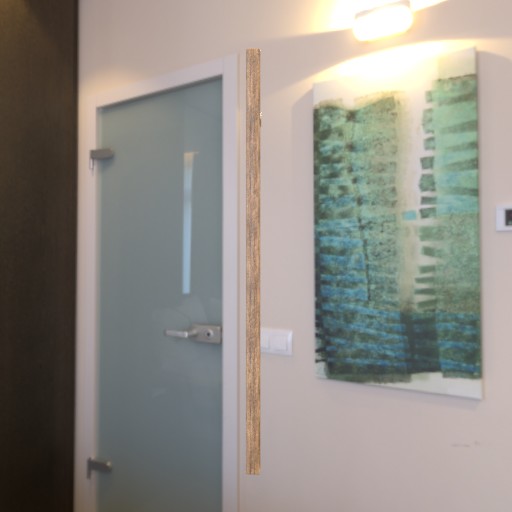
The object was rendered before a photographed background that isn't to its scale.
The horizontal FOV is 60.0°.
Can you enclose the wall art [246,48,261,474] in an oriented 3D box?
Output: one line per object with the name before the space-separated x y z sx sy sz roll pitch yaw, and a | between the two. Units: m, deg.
wall art | 0.000 0.000 0.863 0.021 0.582 0.561 0 -1 1
